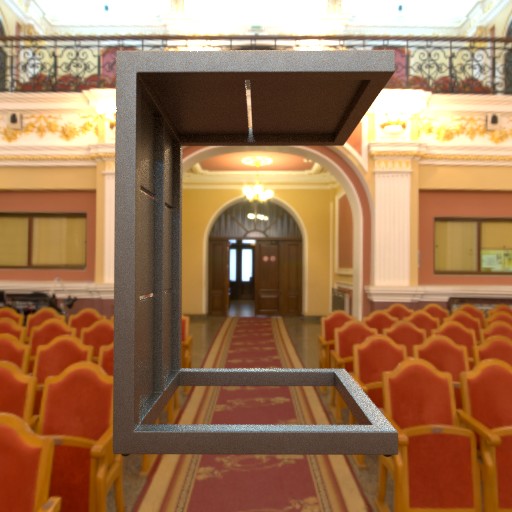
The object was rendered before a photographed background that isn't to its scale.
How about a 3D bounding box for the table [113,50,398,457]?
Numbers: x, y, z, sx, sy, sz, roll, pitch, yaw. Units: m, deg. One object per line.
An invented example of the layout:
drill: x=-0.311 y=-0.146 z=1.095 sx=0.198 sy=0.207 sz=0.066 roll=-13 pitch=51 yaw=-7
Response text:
table: x=0.000 y=0.000 z=0.860 sx=0.420 sy=0.609 sz=0.405 roll=0 pitch=-1 yaw=0
